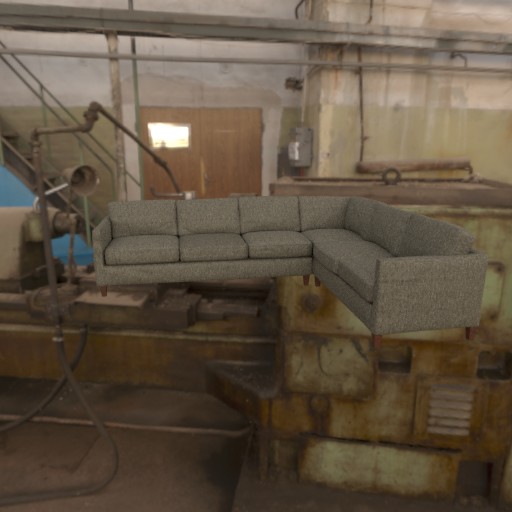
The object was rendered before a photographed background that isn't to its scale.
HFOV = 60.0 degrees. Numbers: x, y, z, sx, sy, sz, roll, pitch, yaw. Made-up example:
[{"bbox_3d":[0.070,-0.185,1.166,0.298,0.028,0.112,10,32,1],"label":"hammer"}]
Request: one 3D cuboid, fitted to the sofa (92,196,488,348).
[{"bbox_3d":[0.000,0.000,4.457,3.302,0.947,2.593,-2,15,-9],"label":"sofa"}]
